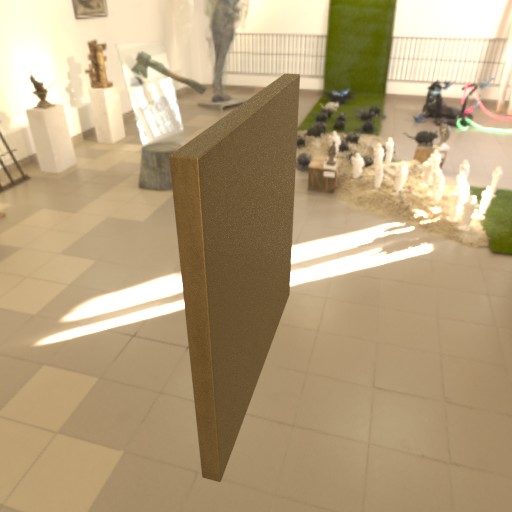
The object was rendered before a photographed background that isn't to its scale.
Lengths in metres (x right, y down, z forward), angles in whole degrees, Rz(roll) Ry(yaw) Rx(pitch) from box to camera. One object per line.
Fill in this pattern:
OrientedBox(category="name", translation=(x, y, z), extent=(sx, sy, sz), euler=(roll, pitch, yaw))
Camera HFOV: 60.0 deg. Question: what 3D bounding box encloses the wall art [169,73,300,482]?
OrientedBox(category="wall art", translation=(0.000, 0.000, 0.753), extent=(0.030, 0.506, 0.503), euler=(8, 32, 13))
